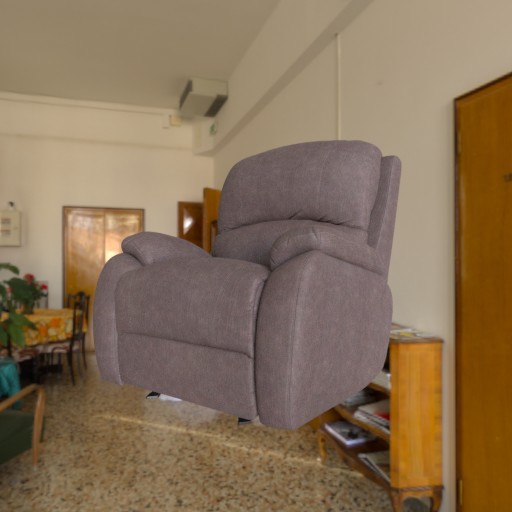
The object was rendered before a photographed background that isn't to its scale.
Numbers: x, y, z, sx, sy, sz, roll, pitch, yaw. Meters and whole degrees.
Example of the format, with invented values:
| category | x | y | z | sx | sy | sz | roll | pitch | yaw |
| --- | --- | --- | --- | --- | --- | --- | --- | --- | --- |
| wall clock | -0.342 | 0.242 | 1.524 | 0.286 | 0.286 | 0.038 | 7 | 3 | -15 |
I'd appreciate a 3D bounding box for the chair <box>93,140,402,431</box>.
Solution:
| category | x | y | z | sx | sy | sz | roll | pitch | yaw |
| --- | --- | --- | --- | --- | --- | --- | --- | --- | --- |
| chair | 0.000 | 0.000 | 1.742 | 0.930 | 1.011 | 0.899 | 0 | -1 | 36 |
